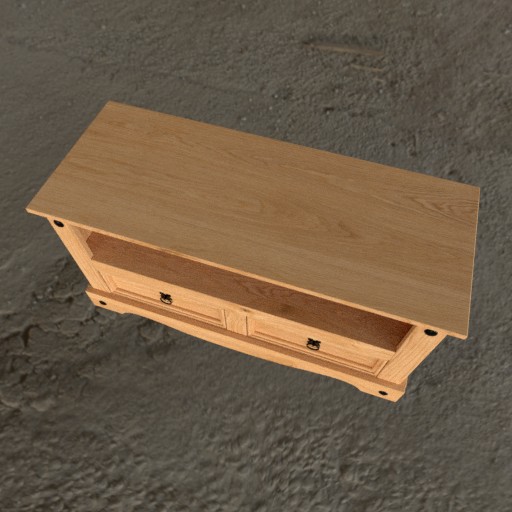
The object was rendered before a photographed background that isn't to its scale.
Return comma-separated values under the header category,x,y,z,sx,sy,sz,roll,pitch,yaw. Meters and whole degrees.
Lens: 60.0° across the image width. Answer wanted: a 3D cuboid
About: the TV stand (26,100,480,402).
category,x,y,z,sx,sy,sz,roll,pitch,yaw
TV stand,0.000,0.000,1.361,1.080,0.550,0.440,16,59,10
